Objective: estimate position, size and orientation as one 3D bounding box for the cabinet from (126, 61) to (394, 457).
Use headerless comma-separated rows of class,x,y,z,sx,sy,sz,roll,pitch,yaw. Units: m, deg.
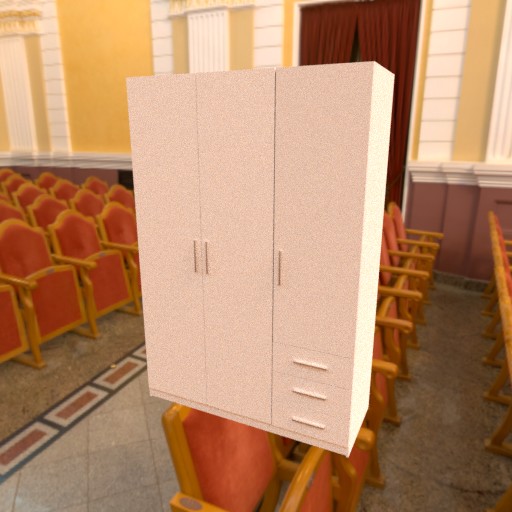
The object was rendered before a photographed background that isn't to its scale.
cabinet,0.000,0.000,2.522,1.290,1.910,0.510,7,17,25
